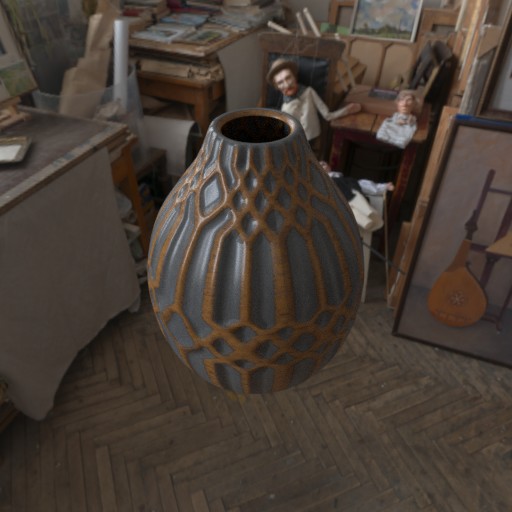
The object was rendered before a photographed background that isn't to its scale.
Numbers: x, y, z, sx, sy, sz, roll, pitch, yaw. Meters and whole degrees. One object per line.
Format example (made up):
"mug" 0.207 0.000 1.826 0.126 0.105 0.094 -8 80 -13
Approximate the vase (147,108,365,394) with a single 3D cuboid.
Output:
"vase" 0.000 0.000 0.141 0.069 0.088 0.069 0 41 0
